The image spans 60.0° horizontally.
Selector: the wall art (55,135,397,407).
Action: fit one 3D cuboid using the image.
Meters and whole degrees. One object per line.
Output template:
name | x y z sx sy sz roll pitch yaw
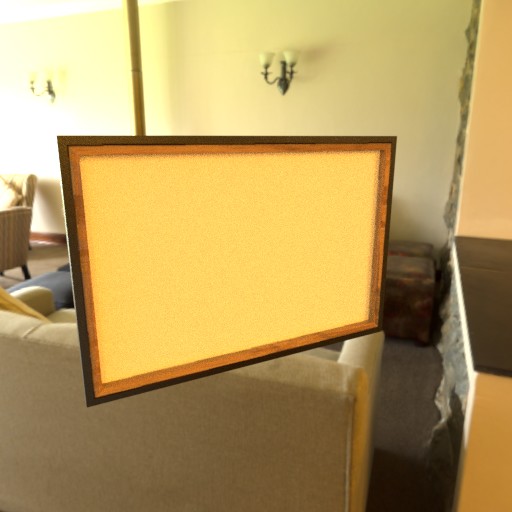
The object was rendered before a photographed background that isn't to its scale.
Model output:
wall art | 0.000 0.000 0.851 0.659 0.446 0.022 -8 17 -27
